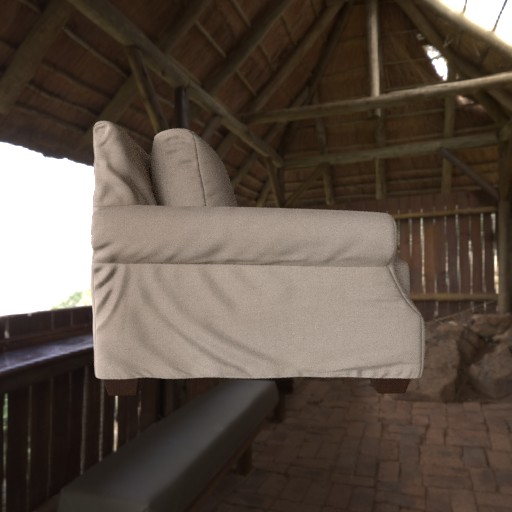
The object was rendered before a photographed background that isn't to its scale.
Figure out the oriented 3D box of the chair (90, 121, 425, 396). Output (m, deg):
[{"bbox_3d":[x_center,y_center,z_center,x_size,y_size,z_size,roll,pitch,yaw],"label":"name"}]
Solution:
[{"bbox_3d":[0.000,0.000,1.755,1.066,0.866,0.940,0,0,-2],"label":"chair"}]
